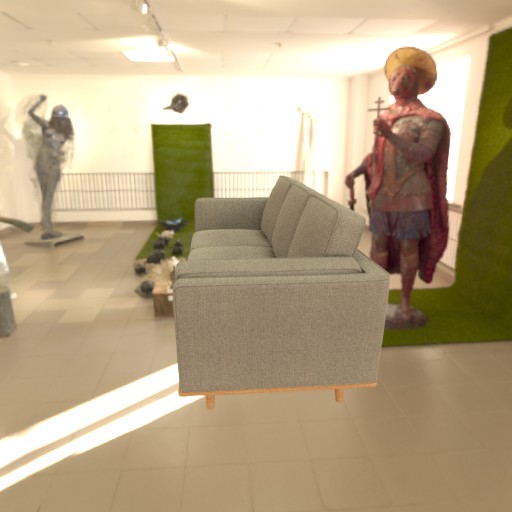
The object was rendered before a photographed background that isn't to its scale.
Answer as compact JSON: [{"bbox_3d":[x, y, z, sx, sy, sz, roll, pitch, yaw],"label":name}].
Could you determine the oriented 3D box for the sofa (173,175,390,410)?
[{"bbox_3d":[0.000,0.000,2.895,0.903,0.899,2.362,-1,15,-5],"label":"sofa"}]
